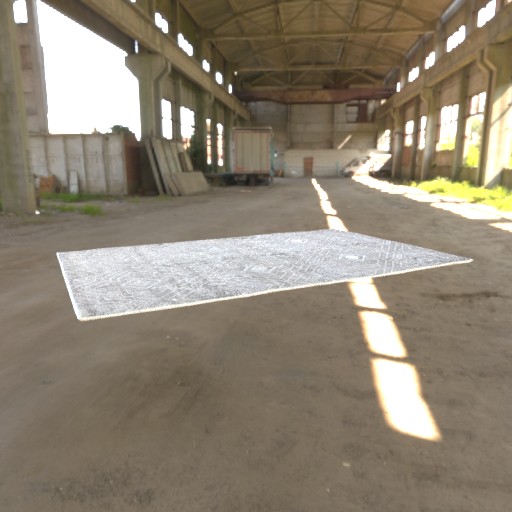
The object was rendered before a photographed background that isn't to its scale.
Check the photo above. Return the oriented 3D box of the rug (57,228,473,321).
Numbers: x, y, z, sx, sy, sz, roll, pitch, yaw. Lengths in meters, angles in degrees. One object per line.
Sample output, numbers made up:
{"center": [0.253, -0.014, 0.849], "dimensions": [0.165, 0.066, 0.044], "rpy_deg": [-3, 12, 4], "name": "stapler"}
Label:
{"center": [0.000, 0.000, 3.058], "dimensions": [2.447, 0.036, 1.537], "rpy_deg": [-6, 14, -26], "name": "rug"}
